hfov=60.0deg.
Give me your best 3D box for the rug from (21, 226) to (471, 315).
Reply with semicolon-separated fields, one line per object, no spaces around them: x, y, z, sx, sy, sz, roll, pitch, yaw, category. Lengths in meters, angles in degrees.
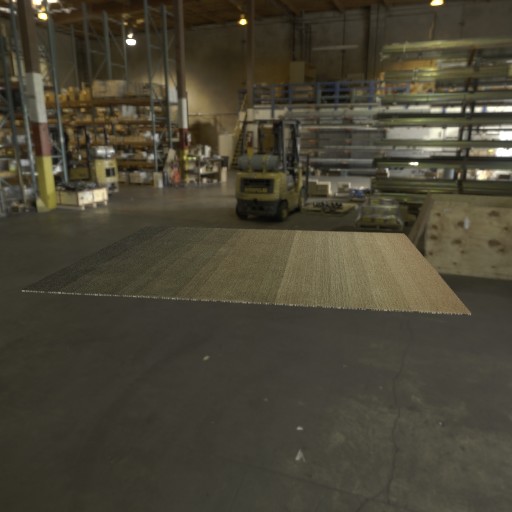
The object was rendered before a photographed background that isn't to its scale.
0.000;0.000;3.936;2.932;0.015;2.315;2;15;8;rug
